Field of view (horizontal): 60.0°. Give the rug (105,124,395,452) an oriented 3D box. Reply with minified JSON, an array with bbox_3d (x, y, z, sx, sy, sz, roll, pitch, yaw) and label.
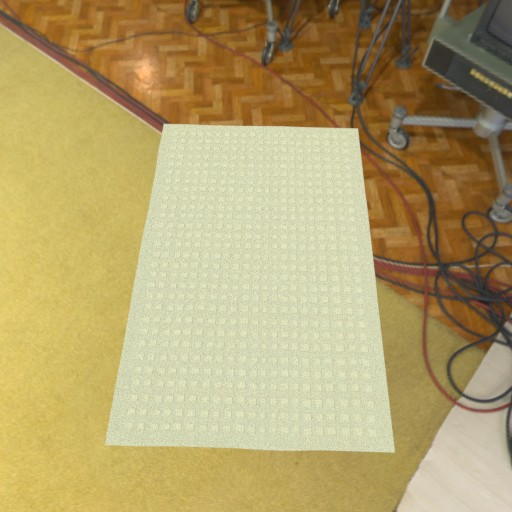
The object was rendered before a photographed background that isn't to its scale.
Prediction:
[{"bbox_3d":[0.000,0.000,2.171,1.143,0.006,1.747,1,61,1],"label":"rug"}]
